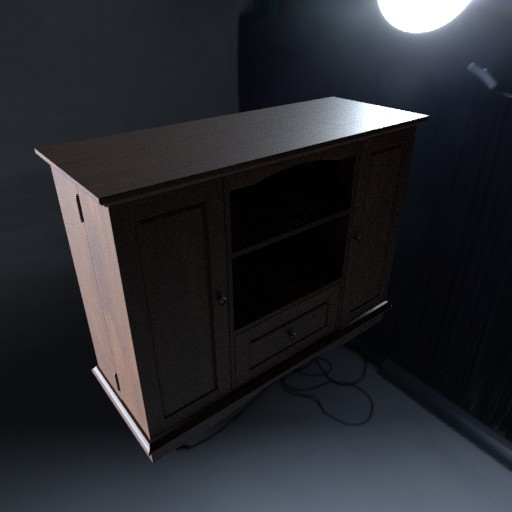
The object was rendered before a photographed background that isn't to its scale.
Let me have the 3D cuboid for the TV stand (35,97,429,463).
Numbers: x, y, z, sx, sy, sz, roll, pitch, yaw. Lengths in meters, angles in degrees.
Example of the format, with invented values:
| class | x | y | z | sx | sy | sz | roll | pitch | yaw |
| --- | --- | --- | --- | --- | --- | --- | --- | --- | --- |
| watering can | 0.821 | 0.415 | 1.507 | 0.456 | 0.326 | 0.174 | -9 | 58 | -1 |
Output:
| class | x | y | z | sx | sy | sz | roll | pitch | yaw |
| --- | --- | --- | --- | --- | --- | --- | --- | --- | --- |
| TV stand | 0.000 | 0.000 | 1.442 | 1.067 | 0.813 | 0.406 | -22 | 37 | -33 |
